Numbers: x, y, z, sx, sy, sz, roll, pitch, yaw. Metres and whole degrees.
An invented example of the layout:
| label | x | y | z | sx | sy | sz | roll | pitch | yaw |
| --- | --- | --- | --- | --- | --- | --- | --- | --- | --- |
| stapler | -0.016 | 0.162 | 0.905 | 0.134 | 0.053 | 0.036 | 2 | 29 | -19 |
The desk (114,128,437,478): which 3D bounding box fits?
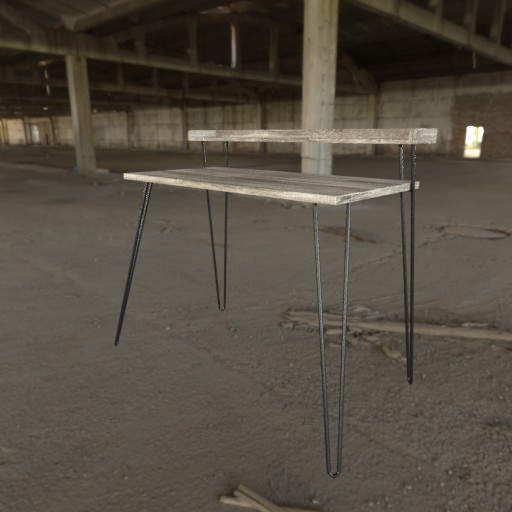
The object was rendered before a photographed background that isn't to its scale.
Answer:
| label | x | y | z | sx | sy | sz | roll | pitch | yaw |
| --- | --- | --- | --- | --- | --- | --- | --- | --- | --- |
| desk | 0.000 | 0.000 | 1.632 | 1.135 | 0.899 | 0.605 | 14 | 21 | 41 |
